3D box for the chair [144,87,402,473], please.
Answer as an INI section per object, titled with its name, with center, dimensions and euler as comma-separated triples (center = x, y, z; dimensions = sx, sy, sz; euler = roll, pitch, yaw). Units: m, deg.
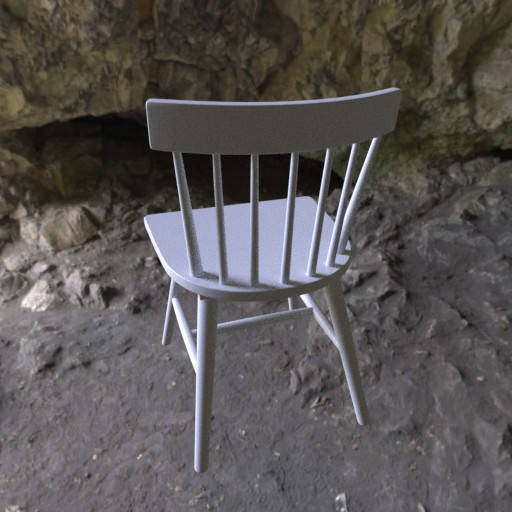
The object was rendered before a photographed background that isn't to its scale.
[chair]
center = 0.000, 0.000, 1.079
dimensions = 0.483, 0.787, 0.500
euler = -9, 29, -16
